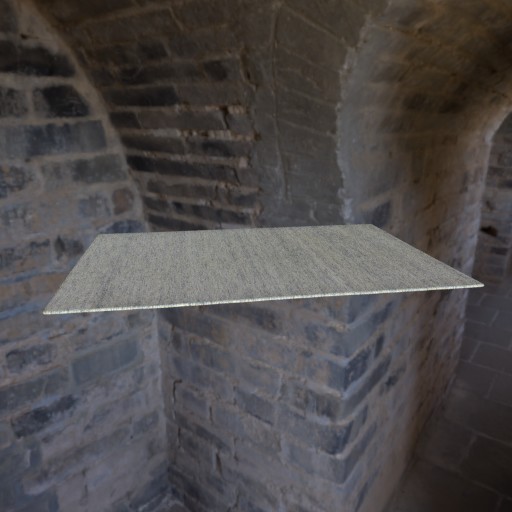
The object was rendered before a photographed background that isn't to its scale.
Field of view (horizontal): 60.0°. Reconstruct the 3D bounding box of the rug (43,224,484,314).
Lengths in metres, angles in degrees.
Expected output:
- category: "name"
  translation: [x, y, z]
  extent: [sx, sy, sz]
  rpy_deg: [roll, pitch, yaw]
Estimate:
- category: "rug"
  translation: [0.000, 0.000, 2.934]
  extent: [2.263, 0.017, 1.523]
  rpy_deg: [-3, 17, -9]
